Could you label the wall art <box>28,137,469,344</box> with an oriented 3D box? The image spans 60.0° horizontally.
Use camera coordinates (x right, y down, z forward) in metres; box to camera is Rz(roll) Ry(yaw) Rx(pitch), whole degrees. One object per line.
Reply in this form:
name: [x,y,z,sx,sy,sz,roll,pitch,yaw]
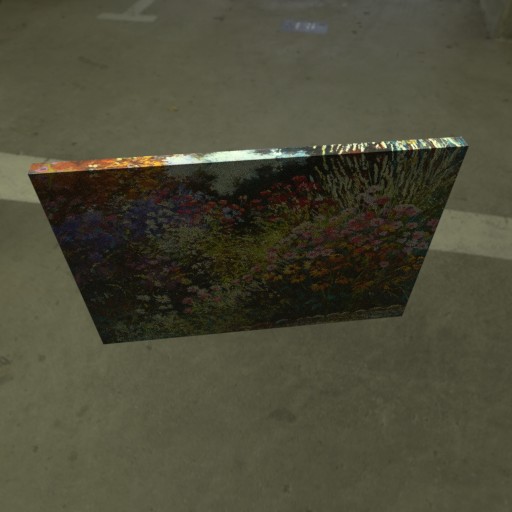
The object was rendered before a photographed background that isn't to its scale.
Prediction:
wall art: [0.000,0.000,1.136,0.908,0.604,0.037,-5,46,-5]
